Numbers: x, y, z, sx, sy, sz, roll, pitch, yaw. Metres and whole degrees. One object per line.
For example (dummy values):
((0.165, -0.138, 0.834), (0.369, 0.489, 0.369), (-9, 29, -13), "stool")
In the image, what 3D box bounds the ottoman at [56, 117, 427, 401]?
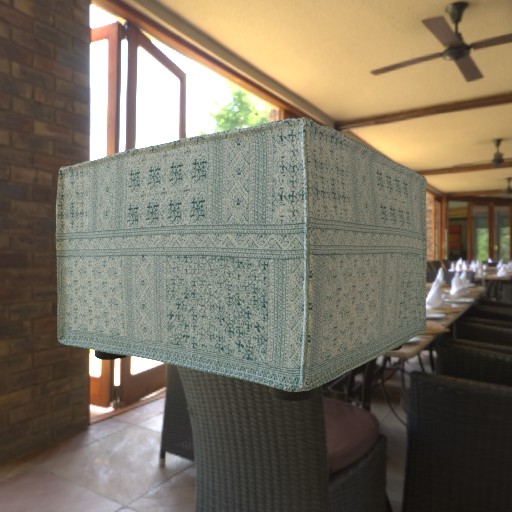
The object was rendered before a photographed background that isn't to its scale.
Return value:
((0.000, 0.000, 1.019), (0.617, 0.439, 0.626), (0, 0, 35), "ottoman")
